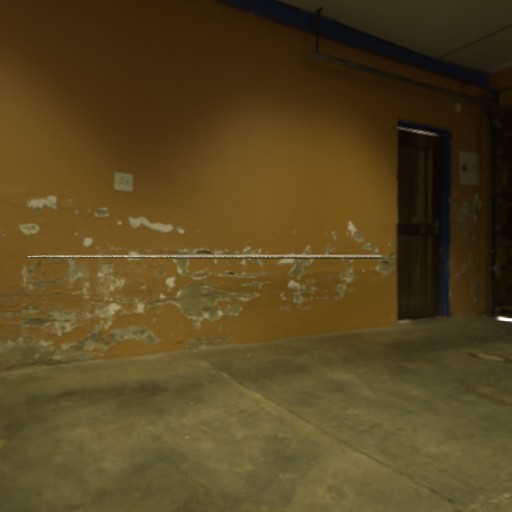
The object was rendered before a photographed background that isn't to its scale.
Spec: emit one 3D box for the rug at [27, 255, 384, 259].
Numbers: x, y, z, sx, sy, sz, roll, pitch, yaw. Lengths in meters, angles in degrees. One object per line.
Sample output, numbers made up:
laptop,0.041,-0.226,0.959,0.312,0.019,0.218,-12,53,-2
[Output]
rug,0.000,0.000,2.914,1.609,0.013,2.214,0,0,16
